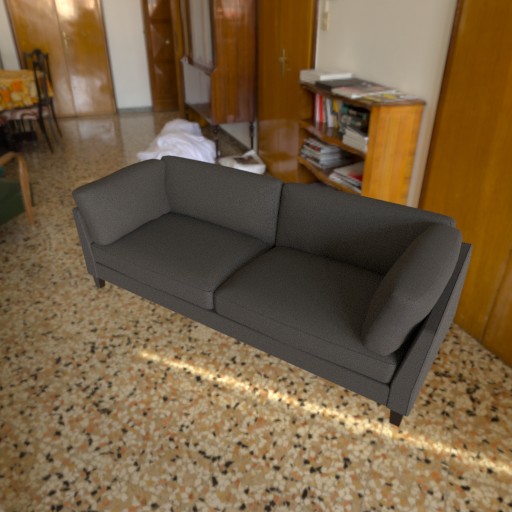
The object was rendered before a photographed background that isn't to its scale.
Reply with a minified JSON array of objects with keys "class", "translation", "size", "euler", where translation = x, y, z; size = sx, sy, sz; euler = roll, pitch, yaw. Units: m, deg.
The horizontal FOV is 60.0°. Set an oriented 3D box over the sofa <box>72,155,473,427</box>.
[{"class":"sofa","translation":[0.000,0.000,2.737],"size":[2.312,0.792,0.969],"euler":[18,34,29]}]
